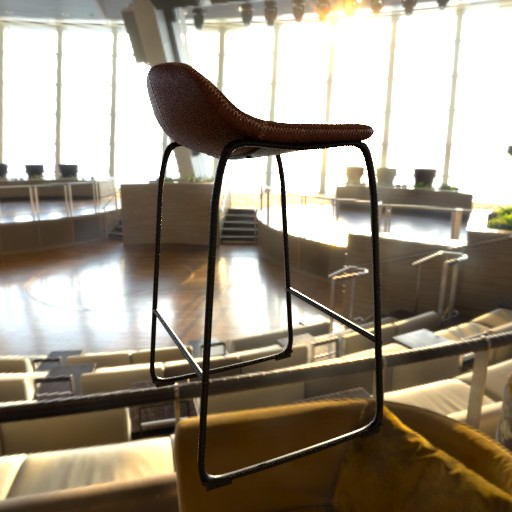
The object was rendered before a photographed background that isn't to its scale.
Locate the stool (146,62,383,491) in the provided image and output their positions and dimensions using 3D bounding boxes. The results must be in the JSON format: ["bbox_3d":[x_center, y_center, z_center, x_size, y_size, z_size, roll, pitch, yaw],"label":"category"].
[{"bbox_3d":[0.000,0.000,1.080,0.473,0.830,0.454,-7,15,-25],"label":"stool"}]
